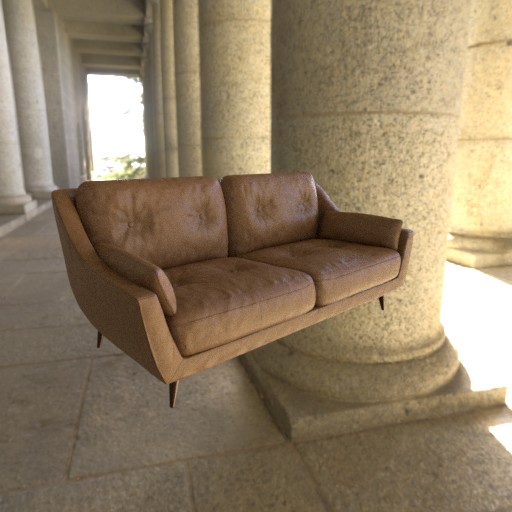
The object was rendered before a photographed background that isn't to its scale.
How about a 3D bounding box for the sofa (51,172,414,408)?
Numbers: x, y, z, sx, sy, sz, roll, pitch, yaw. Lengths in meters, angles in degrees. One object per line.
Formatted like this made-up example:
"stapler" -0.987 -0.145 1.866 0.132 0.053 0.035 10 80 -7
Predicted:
"sofa" 0.000 0.000 2.393 1.902 0.839 0.904 -12 18 -43
